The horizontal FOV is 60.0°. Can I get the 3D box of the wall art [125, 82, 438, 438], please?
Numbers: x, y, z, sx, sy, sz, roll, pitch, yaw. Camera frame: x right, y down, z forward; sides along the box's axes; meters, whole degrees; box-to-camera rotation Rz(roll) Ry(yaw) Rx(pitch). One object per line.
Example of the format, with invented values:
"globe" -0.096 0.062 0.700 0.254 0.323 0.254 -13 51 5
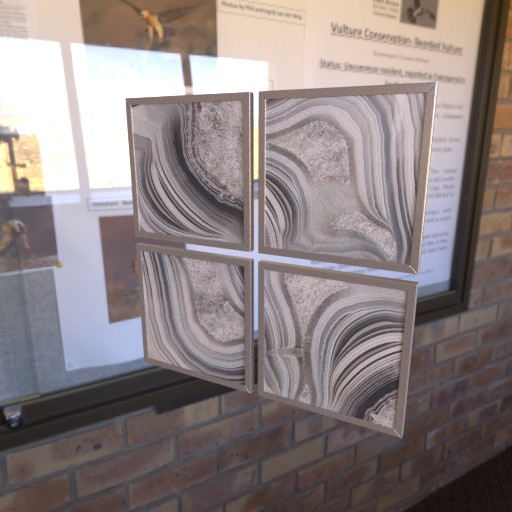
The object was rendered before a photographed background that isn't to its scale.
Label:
"wall art" 0.000 0.000 1.603 1.118 1.118 0.029 8 17 27
